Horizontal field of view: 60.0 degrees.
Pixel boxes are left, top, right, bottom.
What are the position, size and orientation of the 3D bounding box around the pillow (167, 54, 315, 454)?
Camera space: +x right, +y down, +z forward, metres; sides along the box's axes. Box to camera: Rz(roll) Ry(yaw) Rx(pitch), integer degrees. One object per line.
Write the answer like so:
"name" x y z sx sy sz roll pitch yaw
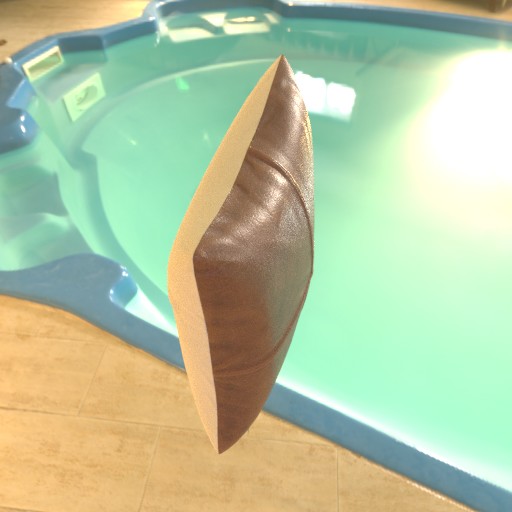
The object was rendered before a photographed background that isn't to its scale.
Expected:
"pillow" 0.000 0.000 0.725 0.192 0.470 0.484 9 47 9
